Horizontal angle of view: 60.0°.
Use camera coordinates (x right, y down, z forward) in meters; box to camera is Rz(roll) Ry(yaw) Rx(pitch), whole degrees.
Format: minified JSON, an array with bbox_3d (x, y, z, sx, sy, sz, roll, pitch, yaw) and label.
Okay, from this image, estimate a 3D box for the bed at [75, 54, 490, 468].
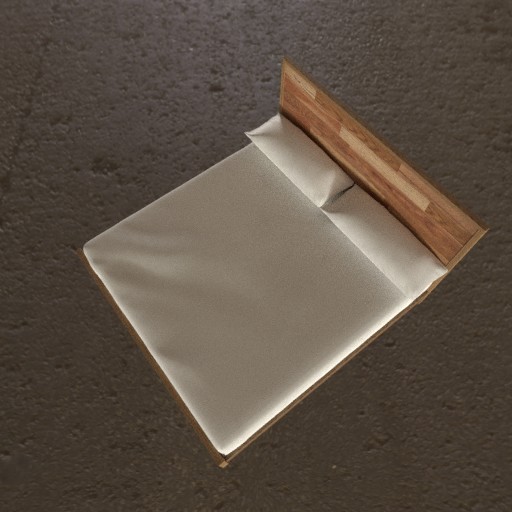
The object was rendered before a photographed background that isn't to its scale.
[{"bbox_3d":[0.000,0.000,3.430,2.184,1.295,2.013,-35,68,-16],"label":"bed"}]
